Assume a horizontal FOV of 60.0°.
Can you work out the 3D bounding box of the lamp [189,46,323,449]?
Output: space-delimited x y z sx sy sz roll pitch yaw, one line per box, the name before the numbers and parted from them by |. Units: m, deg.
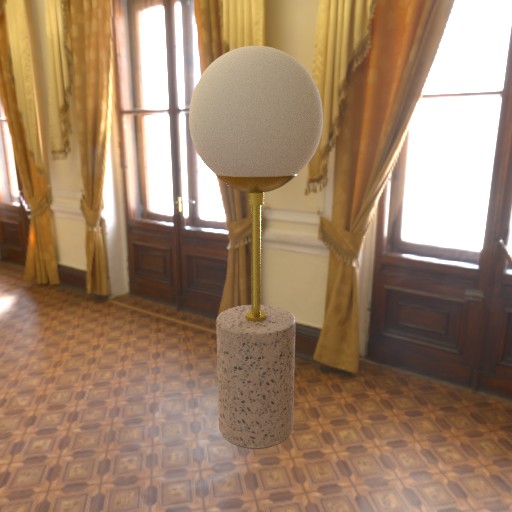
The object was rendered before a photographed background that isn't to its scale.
lamp | 0.000 0.000 0.553 0.153 0.480 0.153 0 14 0
